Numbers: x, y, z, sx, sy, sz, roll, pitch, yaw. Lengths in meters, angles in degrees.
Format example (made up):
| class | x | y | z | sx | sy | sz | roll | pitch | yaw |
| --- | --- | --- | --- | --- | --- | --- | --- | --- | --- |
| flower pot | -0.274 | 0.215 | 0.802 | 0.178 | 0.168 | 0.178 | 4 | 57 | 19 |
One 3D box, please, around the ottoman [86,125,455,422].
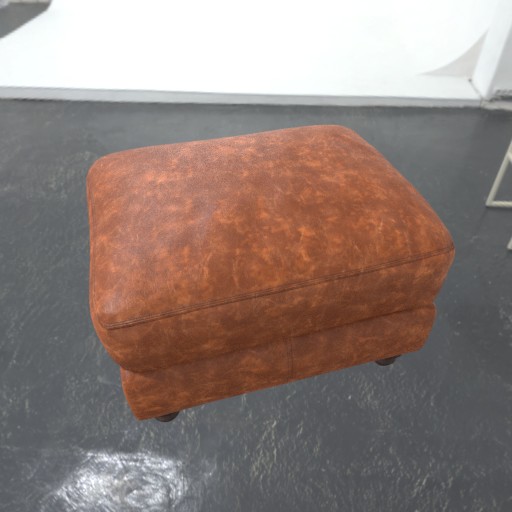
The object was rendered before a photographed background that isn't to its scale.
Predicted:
| class | x | y | z | sx | sy | sz | roll | pitch | yaw |
| --- | --- | --- | --- | --- | --- | --- | --- | --- | --- |
| ottoman | 0.000 | 0.000 | 1.236 | 0.832 | 0.562 | 0.657 | -11 | 43 | -12 |
